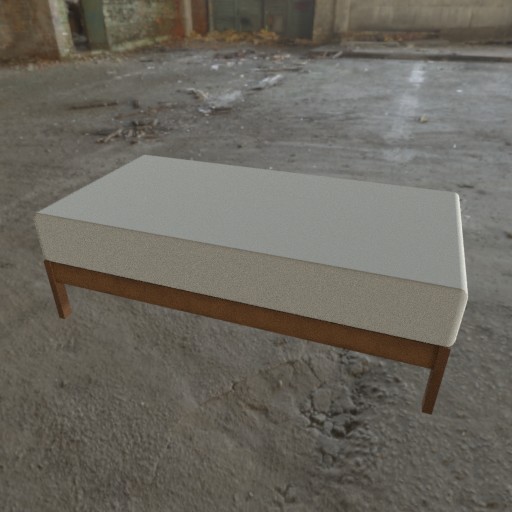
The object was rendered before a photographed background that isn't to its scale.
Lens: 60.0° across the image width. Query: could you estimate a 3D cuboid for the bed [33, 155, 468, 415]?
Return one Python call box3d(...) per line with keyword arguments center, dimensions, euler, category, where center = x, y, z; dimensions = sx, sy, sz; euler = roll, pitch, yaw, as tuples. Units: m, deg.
box3d(center=(0.000, 0.000, 2.337), dimensions=(1.902, 0.616, 0.961), euler=(10, 32, 17), category="bed")
